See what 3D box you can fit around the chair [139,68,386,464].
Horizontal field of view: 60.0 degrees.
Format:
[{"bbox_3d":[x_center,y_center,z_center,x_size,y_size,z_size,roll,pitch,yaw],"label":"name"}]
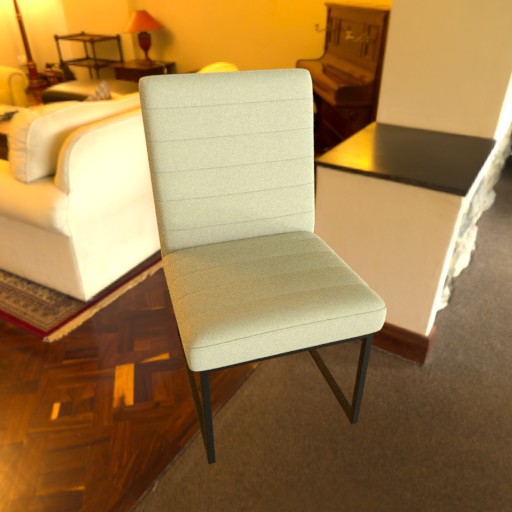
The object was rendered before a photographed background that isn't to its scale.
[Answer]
[{"bbox_3d":[0.000,0.000,1.295,0.520,0.930,0.634,-9,33,-15],"label":"chair"}]
